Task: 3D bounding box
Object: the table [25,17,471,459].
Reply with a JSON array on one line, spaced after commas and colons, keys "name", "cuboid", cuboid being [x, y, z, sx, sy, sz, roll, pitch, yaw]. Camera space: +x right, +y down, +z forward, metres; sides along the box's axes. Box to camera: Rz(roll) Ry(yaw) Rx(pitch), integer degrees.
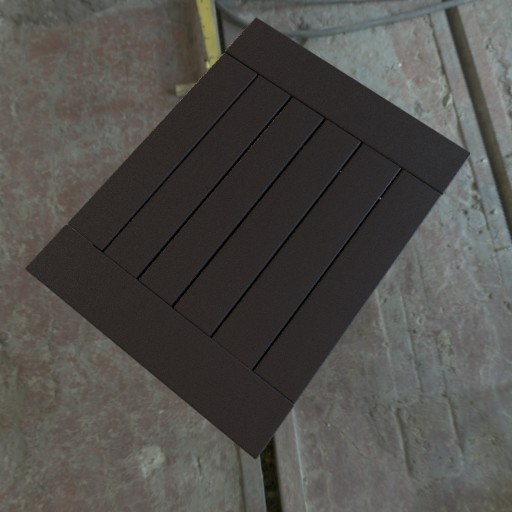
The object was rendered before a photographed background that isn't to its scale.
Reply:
[{"name": "table", "cuboid": [0.000, 0.000, 1.015, 0.460, 0.605, 0.602, 36, 78, 9]}]
